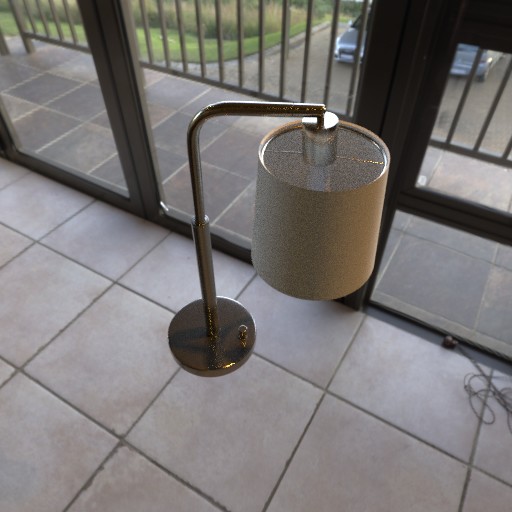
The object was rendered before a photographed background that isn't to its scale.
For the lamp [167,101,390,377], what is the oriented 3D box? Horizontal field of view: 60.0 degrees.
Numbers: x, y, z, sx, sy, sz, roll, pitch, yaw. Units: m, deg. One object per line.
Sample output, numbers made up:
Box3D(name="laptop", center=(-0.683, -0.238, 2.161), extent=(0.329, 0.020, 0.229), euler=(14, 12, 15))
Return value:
Box3D(name="lamp", center=(0.000, 0.000, 0.652), extent=(0.333, 0.489, 0.171), euler=(9, 47, 8))
